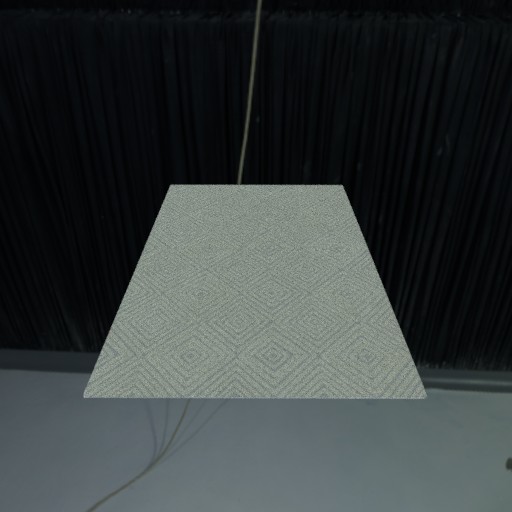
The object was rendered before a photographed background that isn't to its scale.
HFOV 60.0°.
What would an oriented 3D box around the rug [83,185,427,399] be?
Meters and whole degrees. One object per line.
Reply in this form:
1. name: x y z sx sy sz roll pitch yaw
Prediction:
1. rug: 0.000 0.000 2.210 1.143 0.008 1.753 0 32 0
